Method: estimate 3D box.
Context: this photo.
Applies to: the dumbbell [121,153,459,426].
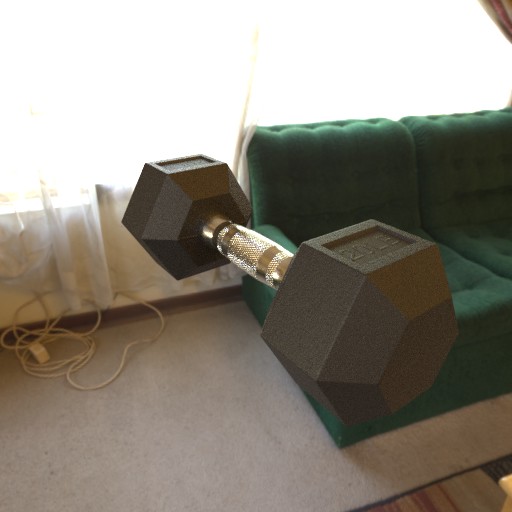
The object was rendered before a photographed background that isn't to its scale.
[{"bbox_3d":[0.000,0.000,0.343,0.116,0.101,0.297,-18,32,-32],"label":"dumbbell"}]
